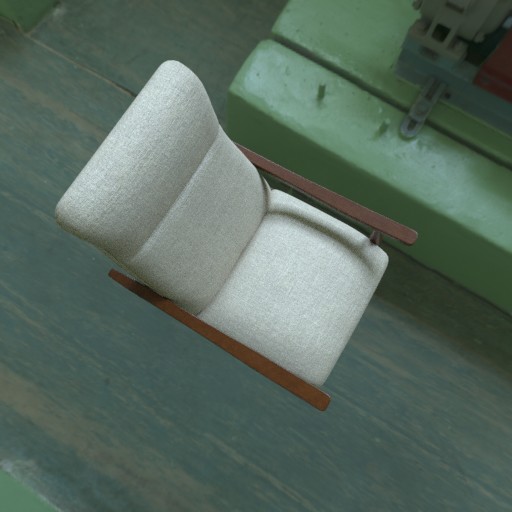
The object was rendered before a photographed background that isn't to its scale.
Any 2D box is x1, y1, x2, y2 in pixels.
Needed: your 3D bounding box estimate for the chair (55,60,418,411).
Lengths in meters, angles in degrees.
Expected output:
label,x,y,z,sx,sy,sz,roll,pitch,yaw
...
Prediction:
label,x,y,z,sx,sy,sz,roll,pitch,yaw
chair,0.000,0.000,1.769,1.014,1.082,0.762,30,78,7
